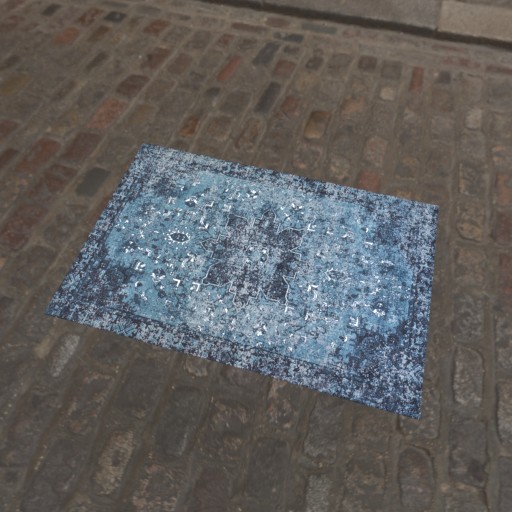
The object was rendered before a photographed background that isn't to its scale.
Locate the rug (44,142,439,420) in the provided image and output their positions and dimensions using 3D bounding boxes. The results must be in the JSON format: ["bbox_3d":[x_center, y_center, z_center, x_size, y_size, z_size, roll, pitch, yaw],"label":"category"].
[{"bbox_3d":[0.000,0.000,2.359,1.828,0.005,1.219,14,60,8],"label":"rug"}]
